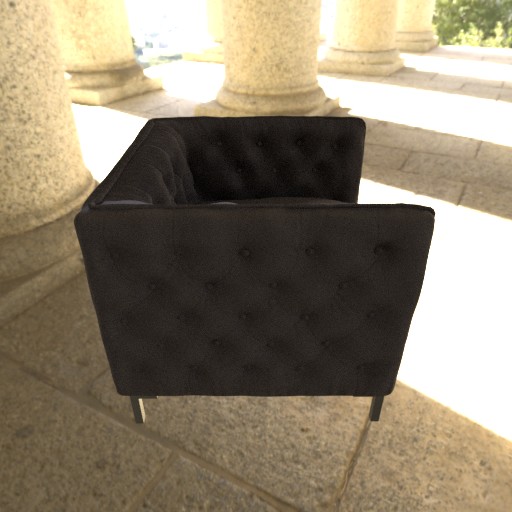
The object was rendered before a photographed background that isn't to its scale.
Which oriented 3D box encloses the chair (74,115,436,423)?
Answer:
[{"bbox_3d":[0.000,0.000,1.633,0.913,0.807,0.946,0,32,0],"label":"chair"}]
